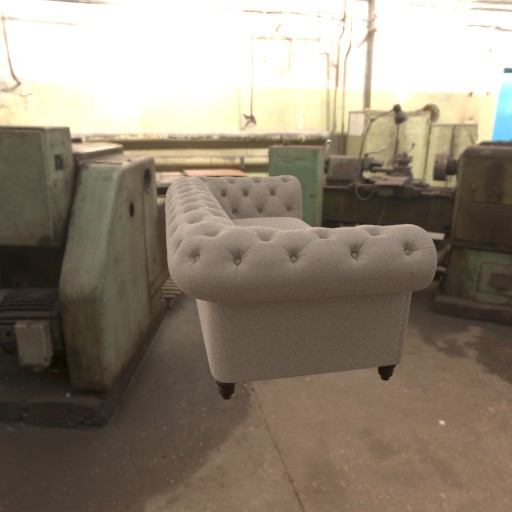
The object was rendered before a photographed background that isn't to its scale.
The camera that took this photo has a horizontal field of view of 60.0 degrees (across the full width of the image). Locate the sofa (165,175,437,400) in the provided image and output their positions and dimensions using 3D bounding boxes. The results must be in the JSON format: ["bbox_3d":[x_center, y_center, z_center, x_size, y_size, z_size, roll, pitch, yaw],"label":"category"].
[{"bbox_3d":[0.000,0.000,2.529,0.986,0.764,1.998,-3,17,-11],"label":"sofa"}]
